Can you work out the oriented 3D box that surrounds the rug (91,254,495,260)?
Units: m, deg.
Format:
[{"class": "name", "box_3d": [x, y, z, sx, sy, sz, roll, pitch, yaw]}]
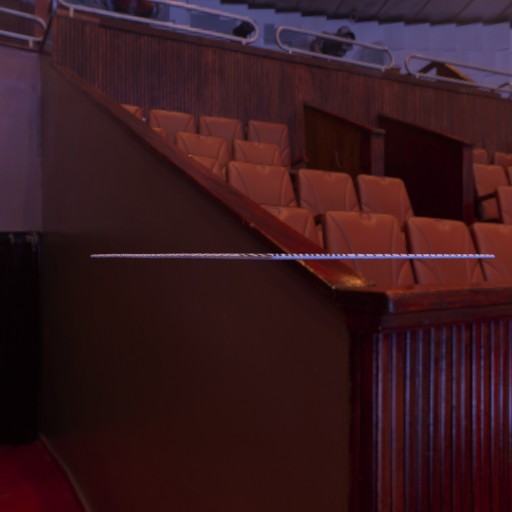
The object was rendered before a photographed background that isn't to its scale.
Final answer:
[{"class": "rug", "box_3d": [0.000, 0.000, 2.978, 1.539, 0.023, 2.406, 0, 0, -35]}]
